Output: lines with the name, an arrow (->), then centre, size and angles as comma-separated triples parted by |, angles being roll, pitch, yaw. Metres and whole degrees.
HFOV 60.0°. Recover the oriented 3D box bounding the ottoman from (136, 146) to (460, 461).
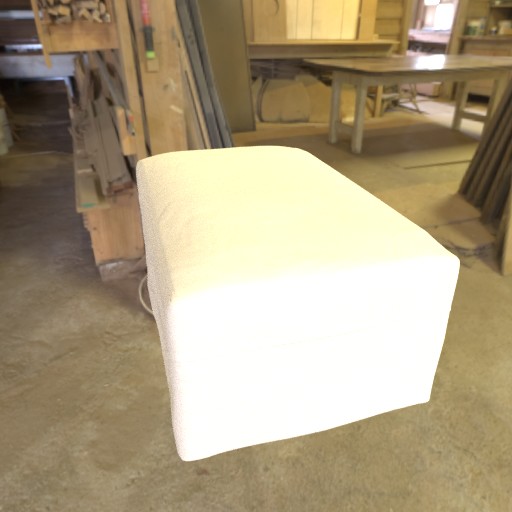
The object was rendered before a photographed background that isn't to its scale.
ottoman -> 0.000, 0.000, 1.206 | 0.590, 0.444, 0.872 | -8, 30, -15
